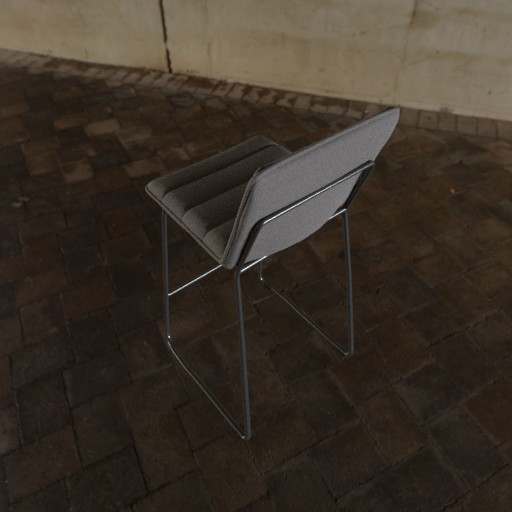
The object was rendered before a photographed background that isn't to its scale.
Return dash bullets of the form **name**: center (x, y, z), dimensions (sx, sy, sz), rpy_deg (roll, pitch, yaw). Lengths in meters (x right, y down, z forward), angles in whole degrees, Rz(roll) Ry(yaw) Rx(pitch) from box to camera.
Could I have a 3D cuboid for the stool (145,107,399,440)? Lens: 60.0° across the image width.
- **stool**: center (0.000, 0.000, 1.257), dimensions (0.490, 0.960, 0.490), rpy_deg (-30, 52, -27)
